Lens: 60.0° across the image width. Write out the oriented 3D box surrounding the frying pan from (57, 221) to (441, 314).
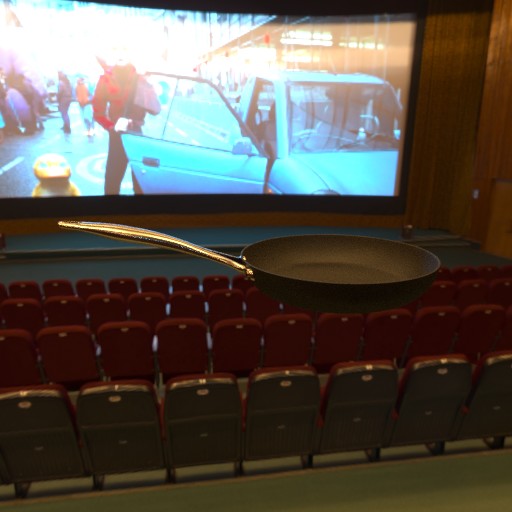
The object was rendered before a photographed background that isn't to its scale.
[{"bbox_3d":[0.000,0.000,0.571,0.472,0.105,0.255,-2,15,-9],"label":"frying pan"}]
